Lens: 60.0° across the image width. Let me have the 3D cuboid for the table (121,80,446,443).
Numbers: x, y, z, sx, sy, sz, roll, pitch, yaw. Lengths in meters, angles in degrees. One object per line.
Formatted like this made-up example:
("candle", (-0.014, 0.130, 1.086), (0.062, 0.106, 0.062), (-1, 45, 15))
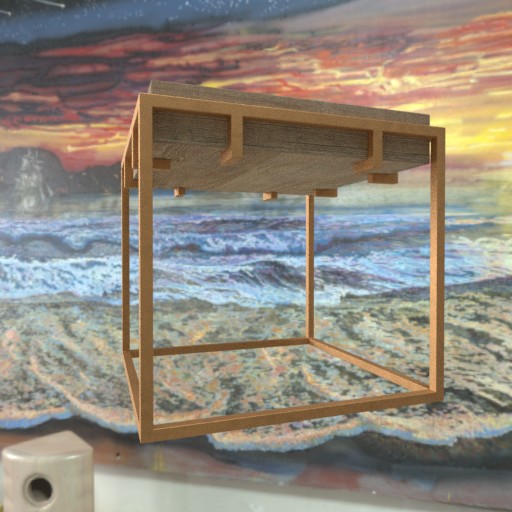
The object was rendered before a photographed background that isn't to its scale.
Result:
("table", (0.000, 0.000, 1.080), (0.599, 0.584, 0.599), (0, 1, -19))
